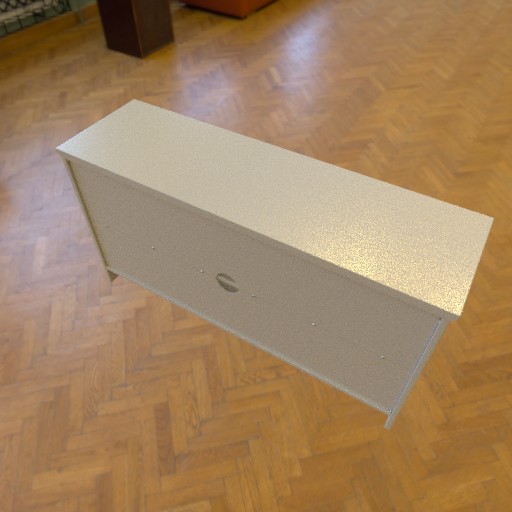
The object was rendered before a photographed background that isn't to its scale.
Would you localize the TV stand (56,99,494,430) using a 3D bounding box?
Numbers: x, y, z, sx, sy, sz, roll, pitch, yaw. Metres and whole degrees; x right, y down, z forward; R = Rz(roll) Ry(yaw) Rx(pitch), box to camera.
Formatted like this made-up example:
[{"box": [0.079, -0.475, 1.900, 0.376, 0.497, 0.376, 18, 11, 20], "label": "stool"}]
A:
[{"box": [0.000, 0.000, 1.419, 1.167, 0.603, 0.344, 24, 51, 20], "label": "TV stand"}]
